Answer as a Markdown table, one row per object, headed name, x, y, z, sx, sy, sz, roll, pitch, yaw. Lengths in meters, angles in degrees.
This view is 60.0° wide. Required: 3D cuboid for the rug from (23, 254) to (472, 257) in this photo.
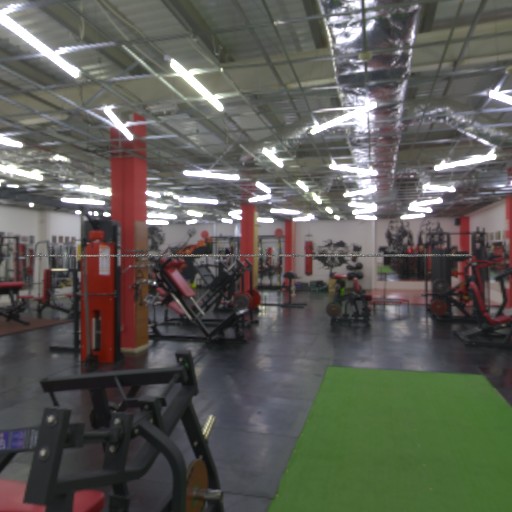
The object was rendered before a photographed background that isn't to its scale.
| name | x | y | z | sx | sy | sz | roll | pitch | yaw |
| --- | --- | --- | --- | --- | --- | --- | --- | --- | --- |
| rug | 0.000 | 0.000 | 2.031 | 1.652 | 0.006 | 1.035 | 0 | 0 | 17 |
